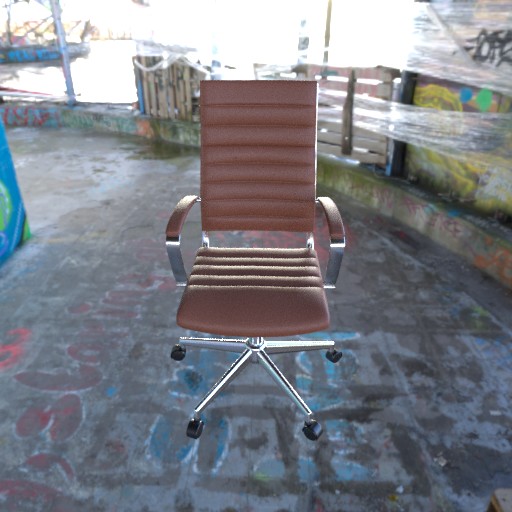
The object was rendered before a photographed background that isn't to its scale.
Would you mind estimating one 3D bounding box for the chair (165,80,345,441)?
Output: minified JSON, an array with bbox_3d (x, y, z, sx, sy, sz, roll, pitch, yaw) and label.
[{"bbox_3d":[0.000,0.000,1.651,0.766,1.149,0.739,1,29,1],"label":"chair"}]
